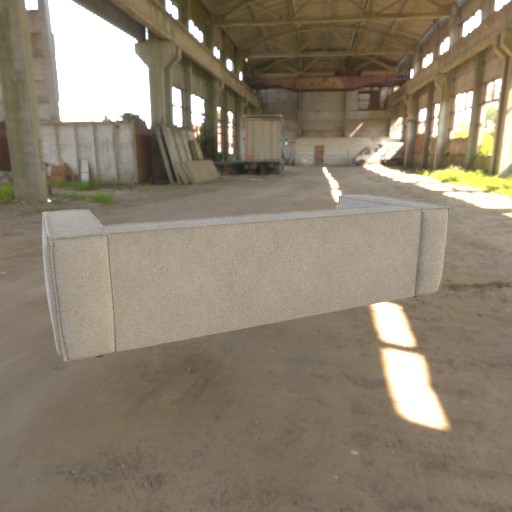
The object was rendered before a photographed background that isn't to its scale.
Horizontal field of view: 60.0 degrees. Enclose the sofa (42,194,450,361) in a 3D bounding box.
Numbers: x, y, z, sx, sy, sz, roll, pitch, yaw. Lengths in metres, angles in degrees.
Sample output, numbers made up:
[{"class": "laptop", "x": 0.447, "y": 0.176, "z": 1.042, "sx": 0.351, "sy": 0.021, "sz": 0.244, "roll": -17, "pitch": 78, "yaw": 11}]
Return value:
[{"class": "sofa", "x": 0.000, "y": 0.000, "z": 3.123, "sx": 2.697, "sy": 0.680, "sz": 1.038, "roll": -7, "pitch": 15, "yaw": -25}]
